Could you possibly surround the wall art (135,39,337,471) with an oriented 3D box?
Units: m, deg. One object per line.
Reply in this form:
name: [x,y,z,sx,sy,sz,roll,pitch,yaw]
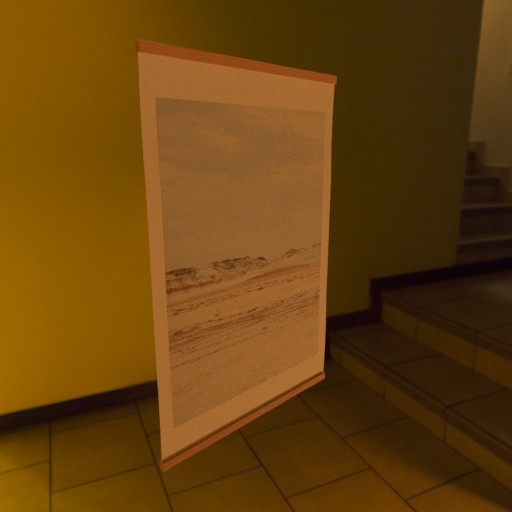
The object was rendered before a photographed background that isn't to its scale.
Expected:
wall art: [0.000,0.000,1.867,1.011,1.521,0.025,-13,19,-43]
